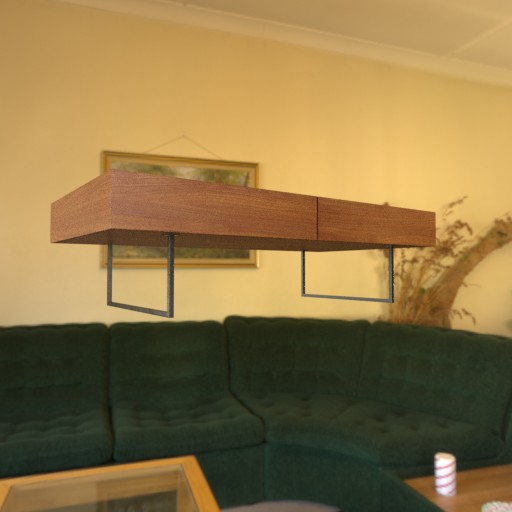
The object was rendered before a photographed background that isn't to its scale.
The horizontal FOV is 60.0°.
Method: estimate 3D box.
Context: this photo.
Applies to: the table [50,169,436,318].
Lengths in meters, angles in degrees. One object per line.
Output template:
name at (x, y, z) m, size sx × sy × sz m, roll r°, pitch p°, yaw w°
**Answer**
table at (0.000, 0.000, 1.527) m, size 1.194 × 0.330 × 0.610 m, roll 1°, pitch -2°, yaw -36°
